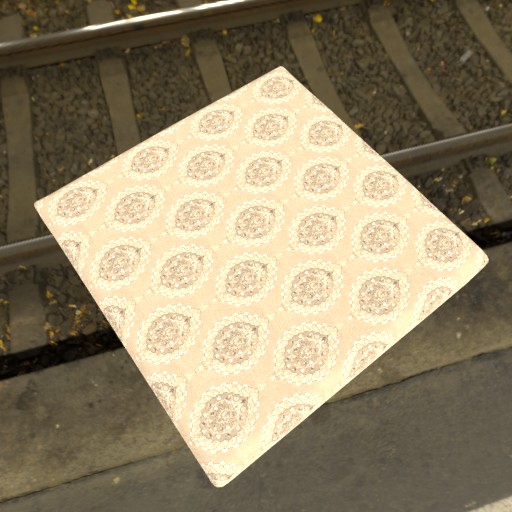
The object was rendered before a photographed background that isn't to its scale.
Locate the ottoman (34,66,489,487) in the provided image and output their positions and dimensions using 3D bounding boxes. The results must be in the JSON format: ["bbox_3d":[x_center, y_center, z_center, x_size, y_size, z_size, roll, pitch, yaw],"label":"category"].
[{"bbox_3d":[0.000,0.000,1.335,0.890,0.411,0.889,-35,69,-15],"label":"ottoman"}]
